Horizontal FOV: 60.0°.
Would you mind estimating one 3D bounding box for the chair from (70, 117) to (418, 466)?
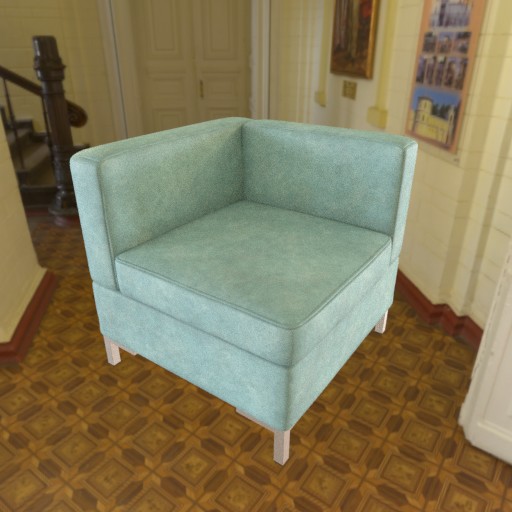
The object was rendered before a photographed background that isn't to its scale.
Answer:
[{"bbox_3d":[0.000,0.000,1.283,0.684,0.660,0.691,17,31,31],"label":"chair"}]
